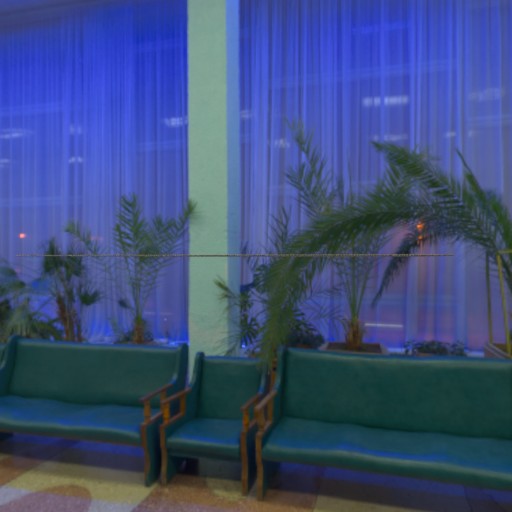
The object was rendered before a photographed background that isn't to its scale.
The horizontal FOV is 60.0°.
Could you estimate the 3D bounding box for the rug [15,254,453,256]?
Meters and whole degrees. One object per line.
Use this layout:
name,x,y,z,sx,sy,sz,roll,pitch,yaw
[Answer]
rug,0.000,0.000,4.030,3.035,0.008,2.425,0,0,18
